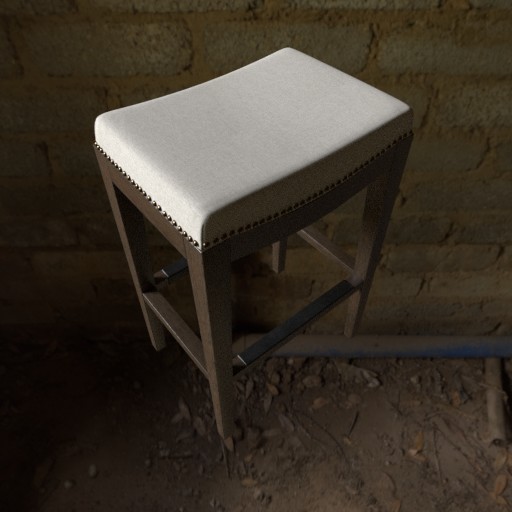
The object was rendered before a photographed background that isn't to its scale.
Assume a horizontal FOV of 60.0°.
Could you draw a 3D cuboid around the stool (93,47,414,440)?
[{"bbox_3d":[0.000,0.000,1.049,0.498,0.759,0.358,-31,55,-25],"label":"stool"}]
